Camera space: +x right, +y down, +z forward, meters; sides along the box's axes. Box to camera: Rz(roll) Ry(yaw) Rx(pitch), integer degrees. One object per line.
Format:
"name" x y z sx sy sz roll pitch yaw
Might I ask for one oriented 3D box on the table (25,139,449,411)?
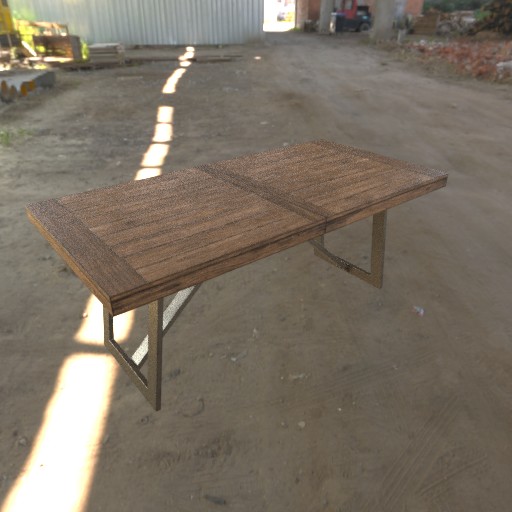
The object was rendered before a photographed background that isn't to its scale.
"table" 0.000 0.000 2.332 1.867 0.757 0.931 -21 35 -33
